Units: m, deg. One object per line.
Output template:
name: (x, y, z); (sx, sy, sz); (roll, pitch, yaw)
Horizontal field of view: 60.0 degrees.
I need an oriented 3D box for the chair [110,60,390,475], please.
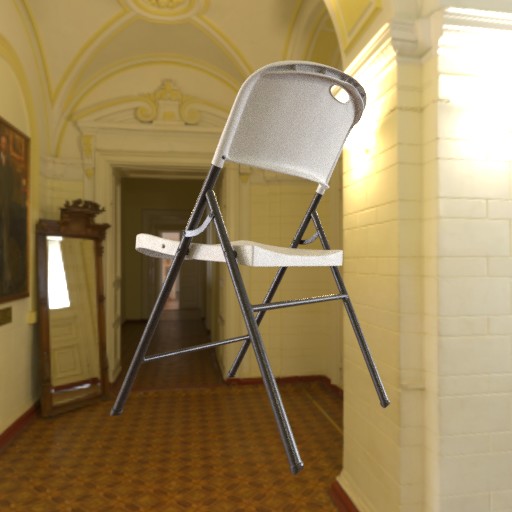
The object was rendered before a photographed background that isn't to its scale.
chair: (0.000, 0.000, 1.163); (0.566, 0.810, 0.494); (-1, -1, 36)
